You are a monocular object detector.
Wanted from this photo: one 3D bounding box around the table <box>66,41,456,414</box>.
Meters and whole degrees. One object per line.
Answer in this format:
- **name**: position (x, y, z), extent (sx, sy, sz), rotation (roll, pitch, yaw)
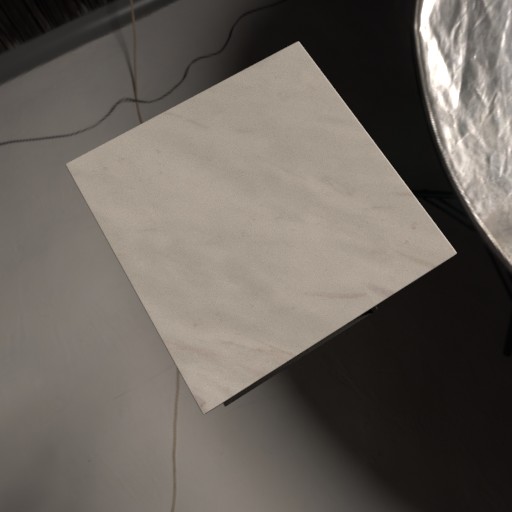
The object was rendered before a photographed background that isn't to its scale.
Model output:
- **table**: position (0.000, 0.000, 0.899), extent (0.455, 0.559, 0.455), rotation (-31, 78, -7)
